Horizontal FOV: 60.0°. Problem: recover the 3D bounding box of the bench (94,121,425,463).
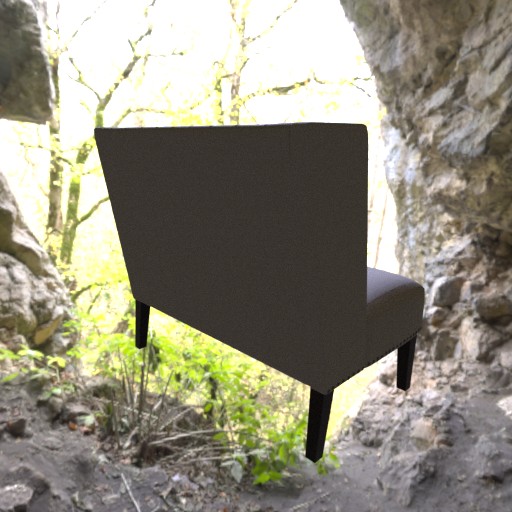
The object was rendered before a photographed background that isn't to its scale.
[{"bbox_3d":[0.000,0.000,2.003,0.847,1.123,1.280,-14,21,-42],"label":"bench"}]
